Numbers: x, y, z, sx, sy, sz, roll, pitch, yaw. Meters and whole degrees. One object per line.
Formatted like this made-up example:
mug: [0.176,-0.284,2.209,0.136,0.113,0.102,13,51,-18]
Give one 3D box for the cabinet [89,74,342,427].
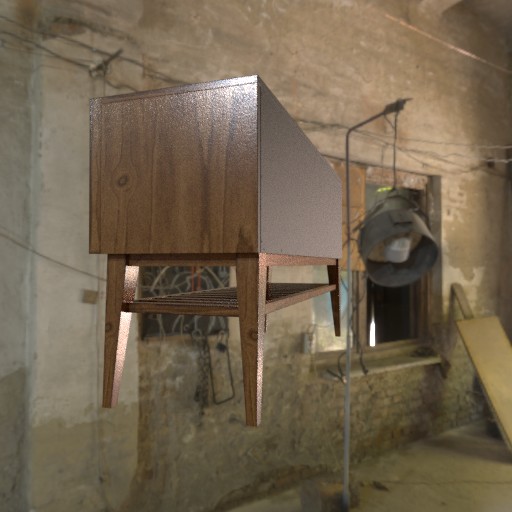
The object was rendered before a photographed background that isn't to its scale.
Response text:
cabinet: [0.000,0.000,1.724,0.477,0.802,1.363,0,-1,19]
